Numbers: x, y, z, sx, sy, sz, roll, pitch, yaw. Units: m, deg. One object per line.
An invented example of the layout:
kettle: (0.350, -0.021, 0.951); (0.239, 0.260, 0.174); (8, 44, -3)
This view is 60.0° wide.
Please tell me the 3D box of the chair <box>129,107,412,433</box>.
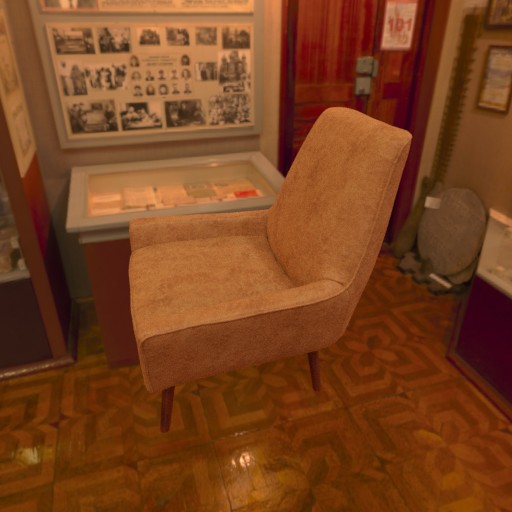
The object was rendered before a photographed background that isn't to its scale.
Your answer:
chair: (0.000, 0.000, 1.510); (0.851, 0.883, 0.753); (-8, 29, -14)
